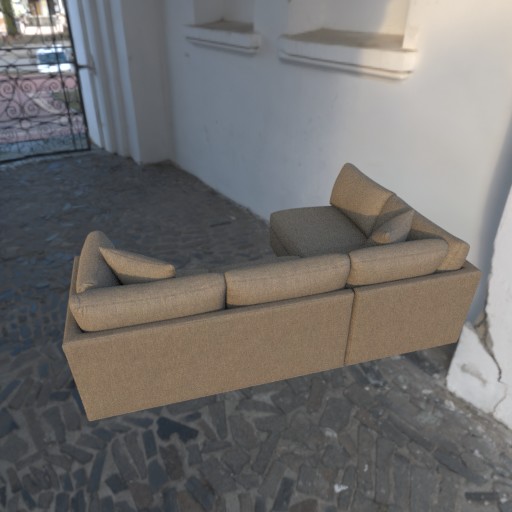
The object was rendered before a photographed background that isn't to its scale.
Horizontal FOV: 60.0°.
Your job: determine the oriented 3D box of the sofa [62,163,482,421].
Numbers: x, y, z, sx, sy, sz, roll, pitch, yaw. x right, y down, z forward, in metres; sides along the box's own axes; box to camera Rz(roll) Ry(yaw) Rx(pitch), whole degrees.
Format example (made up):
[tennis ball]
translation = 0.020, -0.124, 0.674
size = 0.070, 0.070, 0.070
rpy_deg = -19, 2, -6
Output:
[sofa]
translation = 0.000, 0.000, 3.814
size = 2.896, 0.978, 1.994
rpy_deg = -8, 32, -14
